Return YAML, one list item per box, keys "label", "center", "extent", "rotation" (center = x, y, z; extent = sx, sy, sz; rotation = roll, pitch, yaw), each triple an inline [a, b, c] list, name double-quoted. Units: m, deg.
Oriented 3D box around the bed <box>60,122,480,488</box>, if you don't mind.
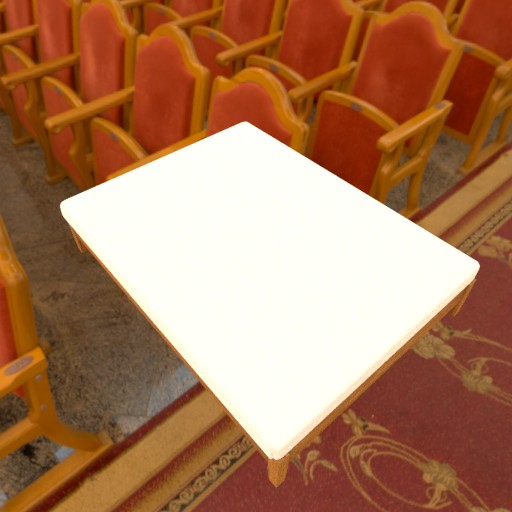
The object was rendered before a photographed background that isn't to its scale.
- label: "bed"
  center: [0.000, 0.000, 2.726]
  extent: [1.536, 0.431, 2.016]
  rotation: [-32, 54, -27]
